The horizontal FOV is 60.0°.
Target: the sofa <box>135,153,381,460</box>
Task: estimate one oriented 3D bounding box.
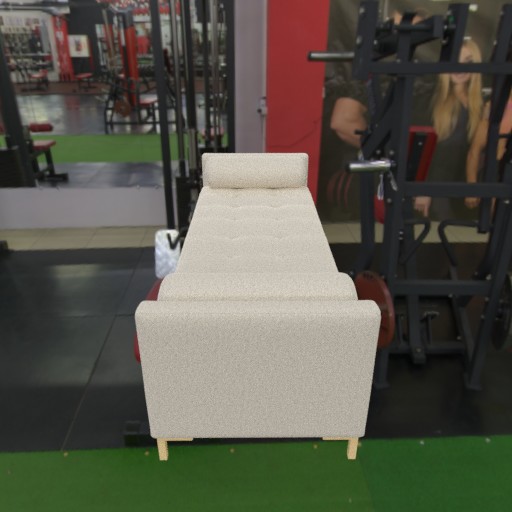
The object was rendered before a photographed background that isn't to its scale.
[{"bbox_3d":[0.000,0.000,2.293,0.746,0.641,1.985,0,26,0],"label":"sofa"}]
